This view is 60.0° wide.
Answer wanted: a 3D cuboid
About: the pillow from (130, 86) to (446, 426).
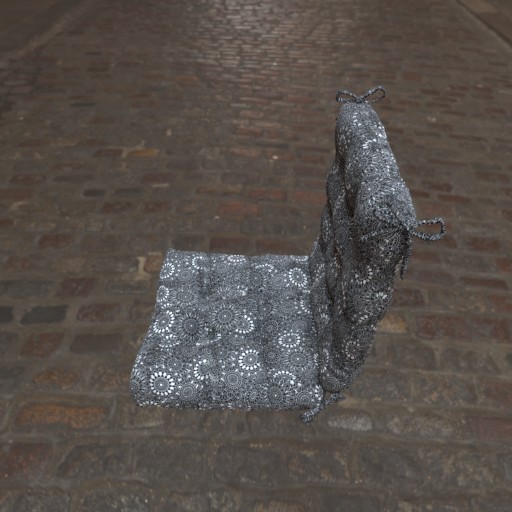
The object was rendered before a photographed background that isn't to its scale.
[{"bbox_3d":[0.000,0.000,1.006,0.571,0.605,0.519,1,42,1],"label":"pillow"}]
